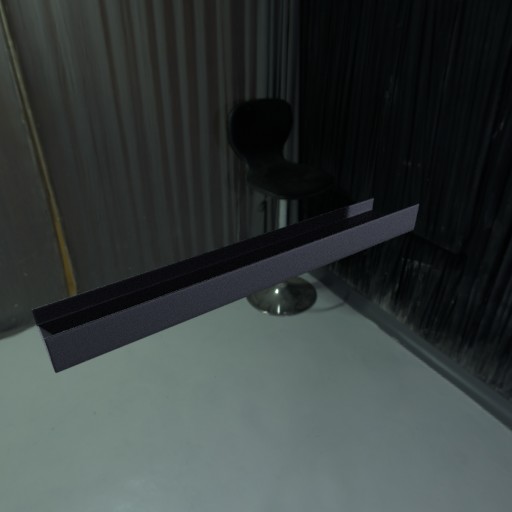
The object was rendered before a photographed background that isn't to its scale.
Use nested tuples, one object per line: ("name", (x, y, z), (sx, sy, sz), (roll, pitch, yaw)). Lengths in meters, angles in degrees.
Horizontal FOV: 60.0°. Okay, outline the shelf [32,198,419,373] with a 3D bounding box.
("shelf", (0.000, 0.000, 0.660), (0.605, 0.053, 0.102), (-19, 36, -29))
